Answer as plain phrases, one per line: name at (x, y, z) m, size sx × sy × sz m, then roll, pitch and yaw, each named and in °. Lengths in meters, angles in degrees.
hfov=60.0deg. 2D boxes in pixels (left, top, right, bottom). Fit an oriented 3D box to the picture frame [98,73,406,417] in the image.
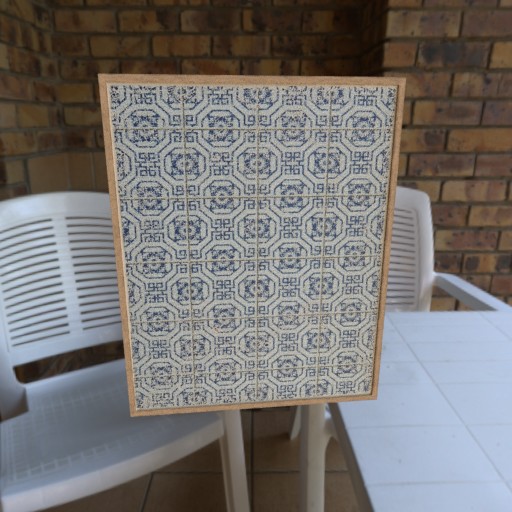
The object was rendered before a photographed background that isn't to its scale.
picture frame at (0.000, 0.000, 0.700) m, size 0.421 × 0.526 × 0.046 m, roll -2°, pitch 17°, yaw -6°
